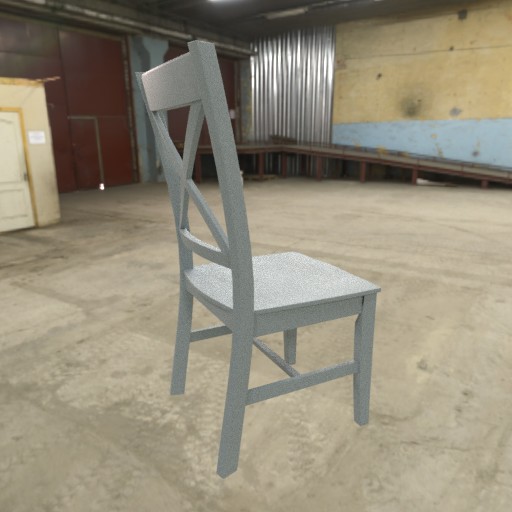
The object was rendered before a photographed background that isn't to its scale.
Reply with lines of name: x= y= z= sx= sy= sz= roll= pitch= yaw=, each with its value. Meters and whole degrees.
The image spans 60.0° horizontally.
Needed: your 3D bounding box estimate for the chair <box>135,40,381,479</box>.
chair: x=0.000 y=0.000 z=1.245 sx=0.542 sy=0.983 sz=0.485 roll=-8 pitch=17 yaw=-26
